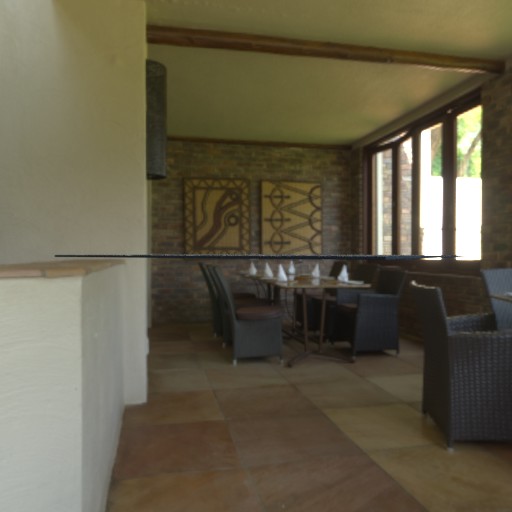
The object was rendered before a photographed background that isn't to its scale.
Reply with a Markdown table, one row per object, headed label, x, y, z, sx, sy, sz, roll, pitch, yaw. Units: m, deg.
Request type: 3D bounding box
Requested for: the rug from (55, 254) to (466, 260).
| label | x | y | z | sx | sy | sz | roll | pitch | yaw |
| --- | --- | --- | --- | --- | --- | --- | --- | --- | --- |
| rug | 0.000 | 0.000 | 2.944 | 2.290 | 0.014 | 1.526 | 0 | 0 | 36 |
